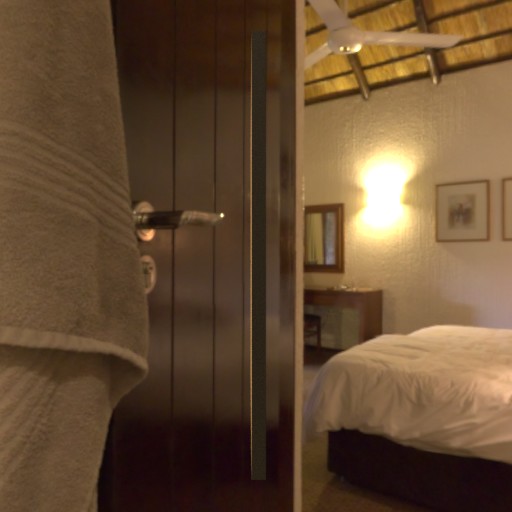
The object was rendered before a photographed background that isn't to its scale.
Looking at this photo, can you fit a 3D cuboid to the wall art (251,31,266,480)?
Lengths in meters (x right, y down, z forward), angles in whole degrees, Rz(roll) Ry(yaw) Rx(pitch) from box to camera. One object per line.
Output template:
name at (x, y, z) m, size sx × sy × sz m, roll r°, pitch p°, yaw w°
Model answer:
wall art at (0.000, 0.000, 1.229) m, size 0.028 × 0.863 × 0.755 m, roll 0°, pitch -1°, yaw -1°
